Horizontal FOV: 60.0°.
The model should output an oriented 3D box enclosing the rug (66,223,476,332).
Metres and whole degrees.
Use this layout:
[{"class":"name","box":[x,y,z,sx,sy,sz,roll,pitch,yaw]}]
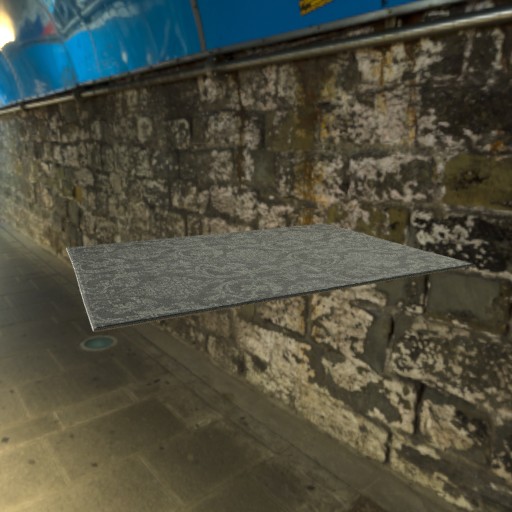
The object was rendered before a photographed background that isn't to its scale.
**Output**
[{"class":"rug","box":[0.000,0.000,2.907,2.206,0.014,1.578,-7,16,-25]}]
